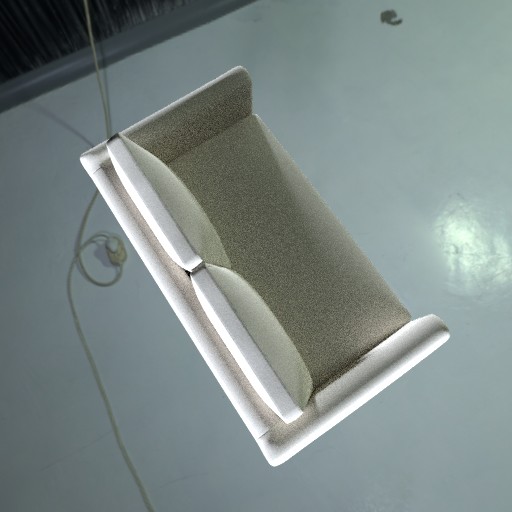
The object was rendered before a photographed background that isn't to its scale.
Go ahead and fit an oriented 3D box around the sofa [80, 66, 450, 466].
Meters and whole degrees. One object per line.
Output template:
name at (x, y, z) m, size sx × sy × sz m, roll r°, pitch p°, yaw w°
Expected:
sofa at (0.000, 0.000, 2.146) m, size 0.905 × 0.873 × 1.598 m, roll -33°, pitch 77°, yaw -9°
